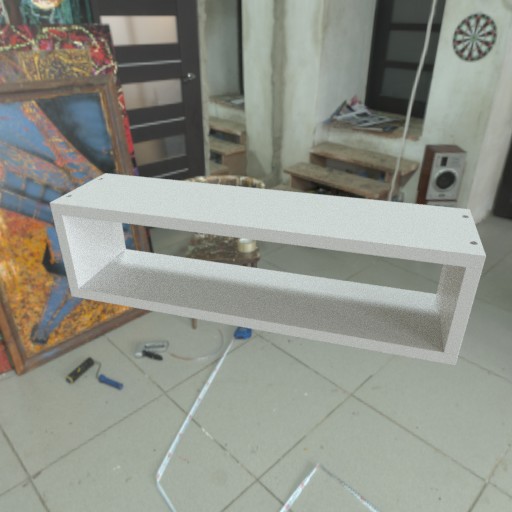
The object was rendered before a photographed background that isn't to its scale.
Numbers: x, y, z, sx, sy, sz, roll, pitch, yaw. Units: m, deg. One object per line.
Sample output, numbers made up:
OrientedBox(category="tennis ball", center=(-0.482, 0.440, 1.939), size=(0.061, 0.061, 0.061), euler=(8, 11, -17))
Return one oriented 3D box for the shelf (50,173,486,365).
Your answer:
OrientedBox(category="shelf", center=(0.000, 0.000, 0.702), size=(0.610, 0.170, 0.150), euler=(8, 29, 14))
